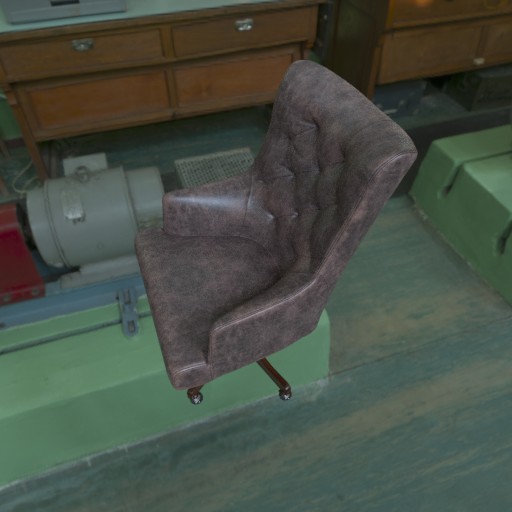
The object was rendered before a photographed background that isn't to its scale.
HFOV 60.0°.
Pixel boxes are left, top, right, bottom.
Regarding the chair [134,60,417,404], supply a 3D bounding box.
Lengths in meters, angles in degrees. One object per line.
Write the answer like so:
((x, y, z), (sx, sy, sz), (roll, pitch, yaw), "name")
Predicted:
((0.000, 0.000, 1.504), (0.762, 1.035, 0.641), (-15, 48, -14), "chair")
